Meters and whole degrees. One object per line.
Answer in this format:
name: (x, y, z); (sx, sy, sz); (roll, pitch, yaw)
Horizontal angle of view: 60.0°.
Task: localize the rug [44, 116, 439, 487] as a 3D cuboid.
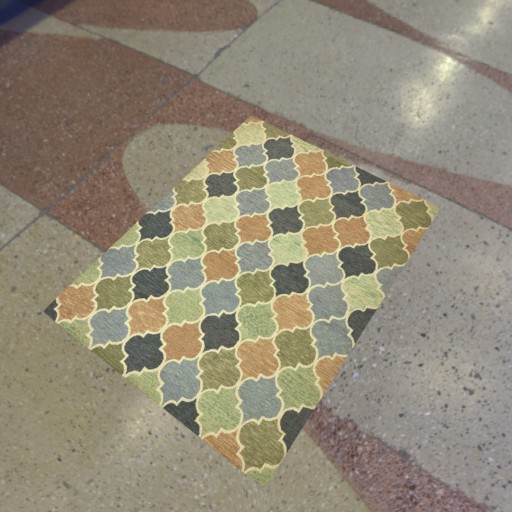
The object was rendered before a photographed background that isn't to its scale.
rug: (0.000, 0.000, 4.309); (2.439, 0.013, 3.200); (31, 63, 18)
